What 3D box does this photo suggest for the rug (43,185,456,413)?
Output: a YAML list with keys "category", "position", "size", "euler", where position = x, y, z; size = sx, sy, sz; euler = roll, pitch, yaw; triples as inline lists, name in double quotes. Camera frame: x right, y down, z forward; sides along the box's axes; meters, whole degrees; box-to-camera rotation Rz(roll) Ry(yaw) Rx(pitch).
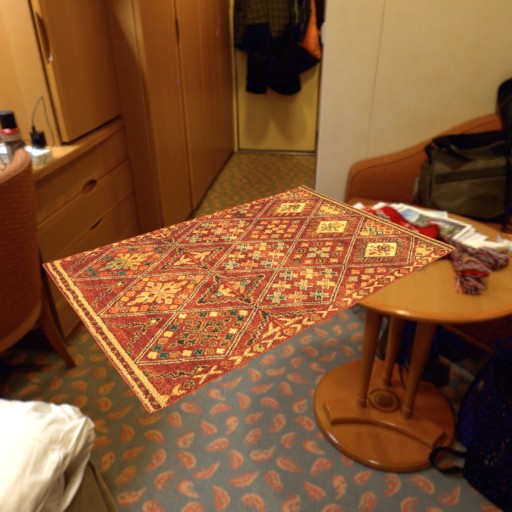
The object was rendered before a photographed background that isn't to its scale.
- category: "rug"
  position: [0.000, 0.000, 2.919]
  size: [2.286, 0.026, 1.521]
  euler: [-21, 36, -33]
